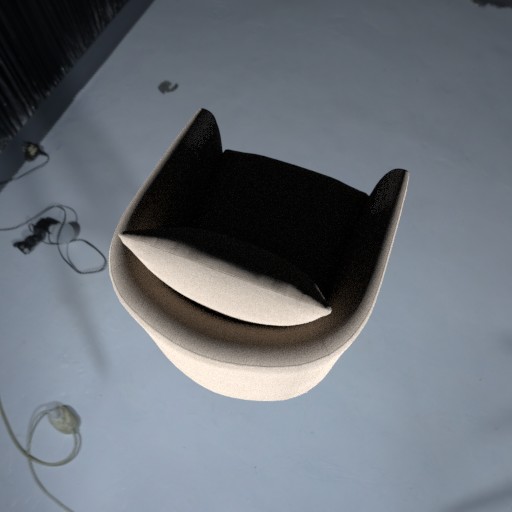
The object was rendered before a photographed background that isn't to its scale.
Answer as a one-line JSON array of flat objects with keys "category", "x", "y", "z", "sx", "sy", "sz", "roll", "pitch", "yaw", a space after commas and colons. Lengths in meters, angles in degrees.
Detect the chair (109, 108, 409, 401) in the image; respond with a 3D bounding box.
[{"category": "chair", "x": 0.000, "y": 0.000, "z": 1.587, "sx": 0.845, "sy": 0.848, "sz": 0.910, "roll": 20, "pitch": 66, "yaw": 9}]
